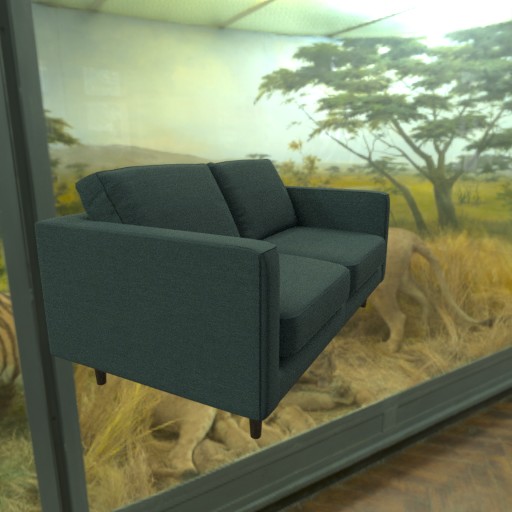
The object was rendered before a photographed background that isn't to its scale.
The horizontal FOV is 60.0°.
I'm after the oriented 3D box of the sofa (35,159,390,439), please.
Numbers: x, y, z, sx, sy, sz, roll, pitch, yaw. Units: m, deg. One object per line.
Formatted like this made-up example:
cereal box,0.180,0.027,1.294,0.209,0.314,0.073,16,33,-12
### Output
sofa,0.000,0.000,2.195,0.999,0.907,1.659,8,16,27
